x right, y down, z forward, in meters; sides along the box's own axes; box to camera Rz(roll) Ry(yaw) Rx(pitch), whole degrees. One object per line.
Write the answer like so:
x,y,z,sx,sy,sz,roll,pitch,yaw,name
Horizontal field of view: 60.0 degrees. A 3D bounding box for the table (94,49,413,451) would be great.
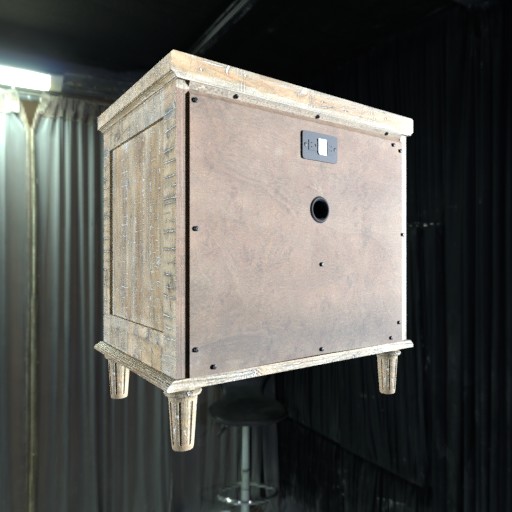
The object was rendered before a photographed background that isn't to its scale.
0.000,0.000,1.137,0.686,0.711,0.457,0,0,-35,table
